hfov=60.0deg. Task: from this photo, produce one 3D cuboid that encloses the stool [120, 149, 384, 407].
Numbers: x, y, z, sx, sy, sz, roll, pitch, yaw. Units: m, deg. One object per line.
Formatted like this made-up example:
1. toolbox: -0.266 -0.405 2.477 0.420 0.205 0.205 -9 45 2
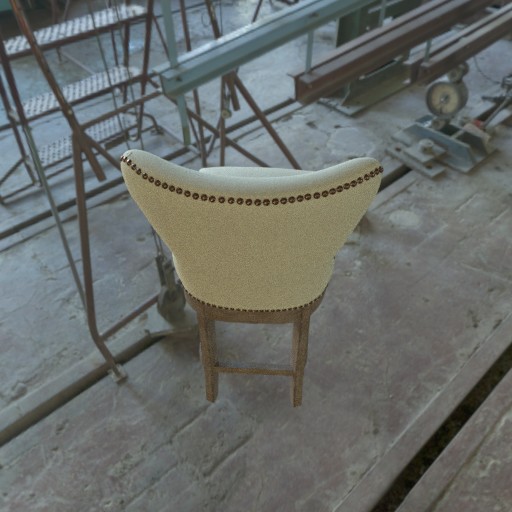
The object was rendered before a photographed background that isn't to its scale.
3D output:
1. stool: 0.000 0.000 1.307 0.498 0.981 0.608 2 47 2
